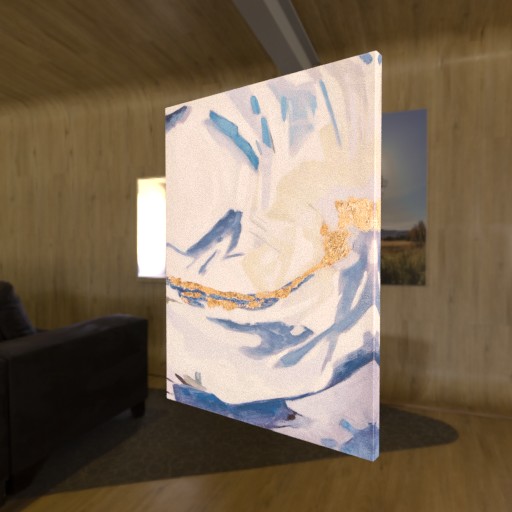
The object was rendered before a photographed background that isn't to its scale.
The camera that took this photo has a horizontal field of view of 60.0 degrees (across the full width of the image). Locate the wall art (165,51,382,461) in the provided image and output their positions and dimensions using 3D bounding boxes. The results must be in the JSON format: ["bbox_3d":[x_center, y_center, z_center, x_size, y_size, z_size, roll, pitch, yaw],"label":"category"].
[{"bbox_3d":[0.000,0.000,1.334,0.761,1.015,0.038,1,2,37],"label":"wall art"}]
